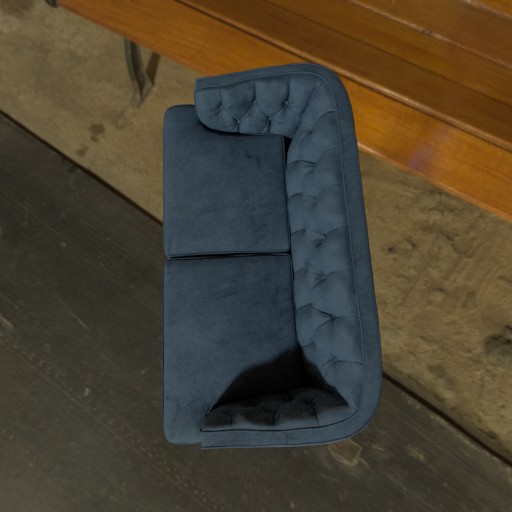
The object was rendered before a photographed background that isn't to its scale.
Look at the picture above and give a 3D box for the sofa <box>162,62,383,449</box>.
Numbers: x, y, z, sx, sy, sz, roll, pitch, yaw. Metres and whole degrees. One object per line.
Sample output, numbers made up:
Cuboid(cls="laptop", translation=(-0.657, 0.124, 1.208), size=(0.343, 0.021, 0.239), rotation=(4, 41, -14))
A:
Cuboid(cls="sofa", translation=(0.000, 0.000, 2.237), size=(0.941, 0.854, 1.733), rotation=(-3, 75, -1))
